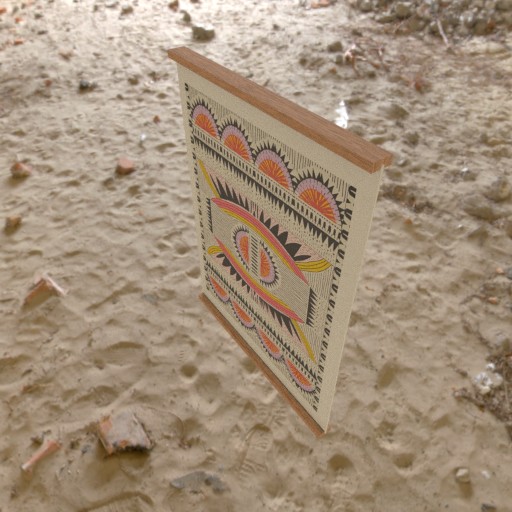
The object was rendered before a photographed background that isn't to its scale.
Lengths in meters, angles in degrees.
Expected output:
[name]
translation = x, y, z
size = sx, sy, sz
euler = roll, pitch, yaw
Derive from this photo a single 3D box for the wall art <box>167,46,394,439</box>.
[wall art]
translation = 0.000, 0.000, 0.703
size = 0.028, 0.527, 0.403
euler = -26, 48, -26
